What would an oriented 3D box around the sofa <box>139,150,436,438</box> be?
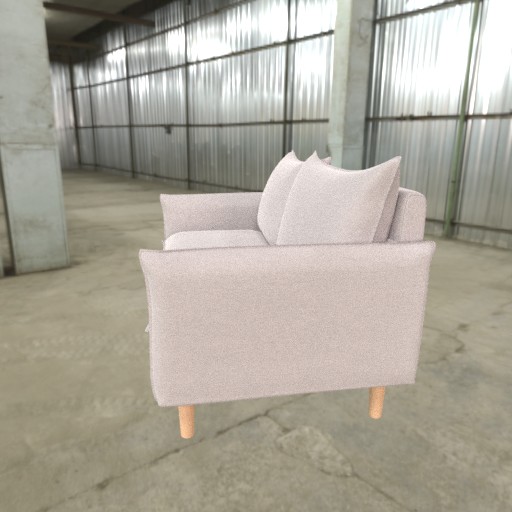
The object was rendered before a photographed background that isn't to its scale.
[{"bbox_3d":[0.000,0.000,1.817,0.820,0.840,1.300,-2,15,-9],"label":"sofa"}]
